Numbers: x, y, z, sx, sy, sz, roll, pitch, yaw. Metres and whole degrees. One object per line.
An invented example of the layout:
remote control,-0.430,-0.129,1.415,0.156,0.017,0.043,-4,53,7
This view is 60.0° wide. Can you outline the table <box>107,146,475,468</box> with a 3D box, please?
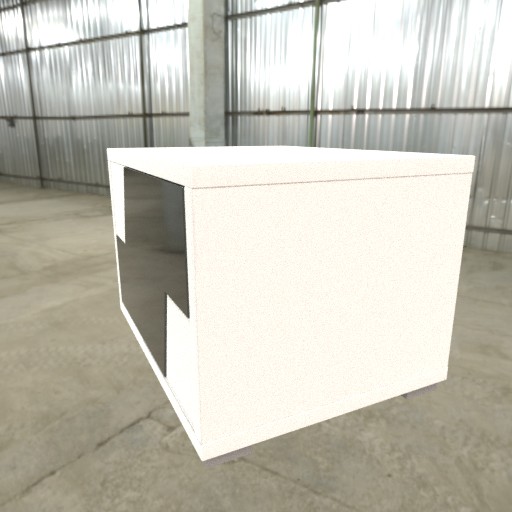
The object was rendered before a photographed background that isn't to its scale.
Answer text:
table,0.000,0.000,0.777,0.399,0.357,0.517,-8,17,-25
